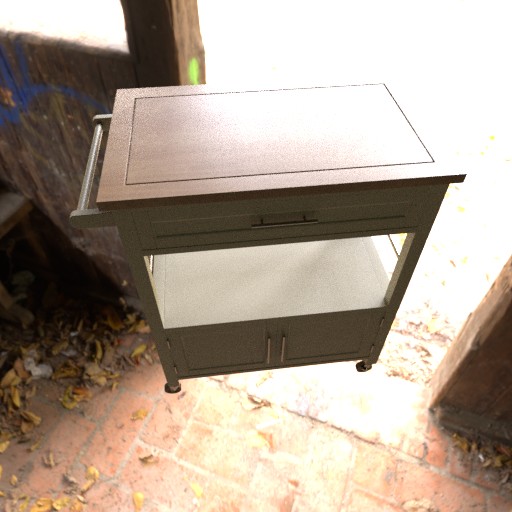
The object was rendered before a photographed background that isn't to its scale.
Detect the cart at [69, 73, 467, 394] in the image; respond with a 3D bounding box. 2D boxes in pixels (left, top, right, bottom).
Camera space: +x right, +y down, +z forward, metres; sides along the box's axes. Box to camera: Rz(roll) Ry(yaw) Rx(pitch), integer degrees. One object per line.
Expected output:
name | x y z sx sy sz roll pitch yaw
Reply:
cart | 0.000 0.000 1.381 0.840 0.901 0.459 -5 48 -5
